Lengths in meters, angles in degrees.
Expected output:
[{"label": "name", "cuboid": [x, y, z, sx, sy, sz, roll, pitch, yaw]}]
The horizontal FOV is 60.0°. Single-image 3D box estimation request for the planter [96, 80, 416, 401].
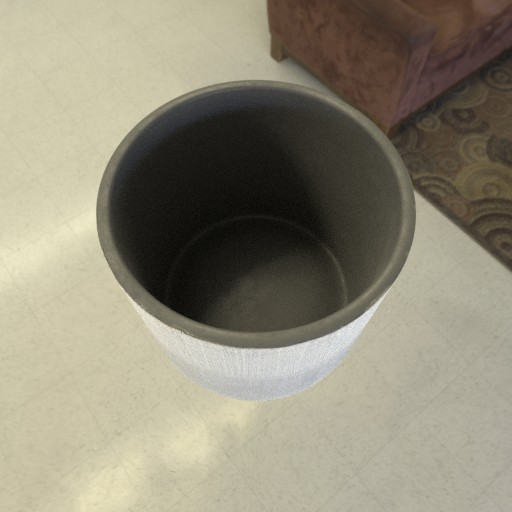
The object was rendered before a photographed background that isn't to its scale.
[{"label": "planter", "cuboid": [0.000, 0.000, 0.398, 0.226, 0.201, 0.226, 0, 63, 0]}]
